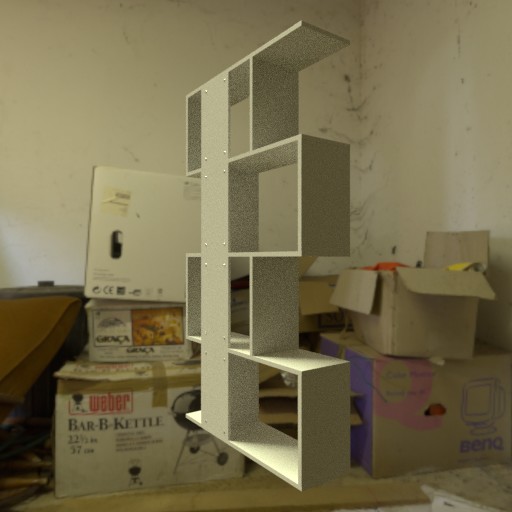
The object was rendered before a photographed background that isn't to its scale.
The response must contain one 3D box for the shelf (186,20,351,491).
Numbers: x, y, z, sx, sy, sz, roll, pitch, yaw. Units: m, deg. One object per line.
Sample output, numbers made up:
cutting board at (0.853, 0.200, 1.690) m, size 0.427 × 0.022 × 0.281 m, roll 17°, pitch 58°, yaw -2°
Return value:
shelf at (0.000, 0.000, 1.985) m, size 0.250 × 1.650 × 0.890 m, roll 0°, pitch 0°, yaw -36°
